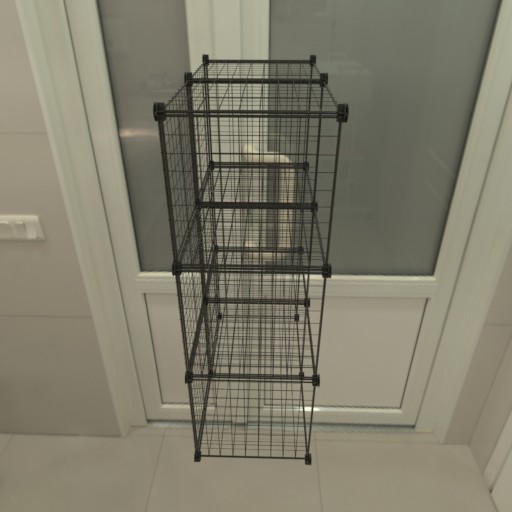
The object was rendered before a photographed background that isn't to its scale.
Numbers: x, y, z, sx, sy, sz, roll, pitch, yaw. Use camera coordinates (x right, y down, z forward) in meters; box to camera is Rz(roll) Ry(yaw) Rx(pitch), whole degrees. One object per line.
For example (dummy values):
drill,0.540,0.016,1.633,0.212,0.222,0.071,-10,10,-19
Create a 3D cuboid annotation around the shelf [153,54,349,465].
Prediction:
shelf,0.000,0.000,1.377,0.356,1.067,0.711,1,31,1
